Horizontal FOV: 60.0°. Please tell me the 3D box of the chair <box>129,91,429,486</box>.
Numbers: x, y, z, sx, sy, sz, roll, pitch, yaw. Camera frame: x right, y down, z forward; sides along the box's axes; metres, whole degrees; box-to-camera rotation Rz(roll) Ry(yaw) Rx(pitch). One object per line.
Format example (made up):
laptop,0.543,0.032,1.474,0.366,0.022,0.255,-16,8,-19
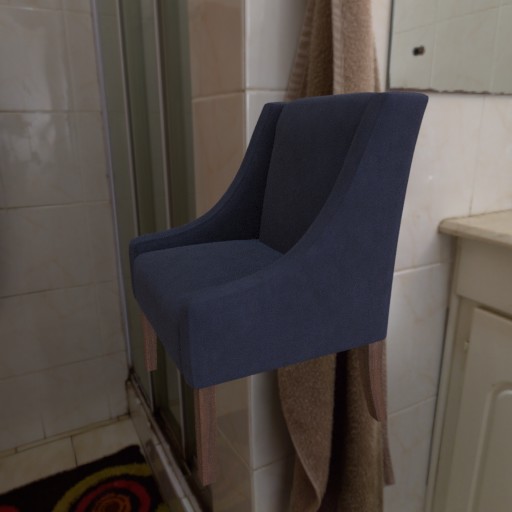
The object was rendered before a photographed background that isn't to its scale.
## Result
chair,0.000,0.000,1.295,0.629,0.895,0.629,-8,18,-25
